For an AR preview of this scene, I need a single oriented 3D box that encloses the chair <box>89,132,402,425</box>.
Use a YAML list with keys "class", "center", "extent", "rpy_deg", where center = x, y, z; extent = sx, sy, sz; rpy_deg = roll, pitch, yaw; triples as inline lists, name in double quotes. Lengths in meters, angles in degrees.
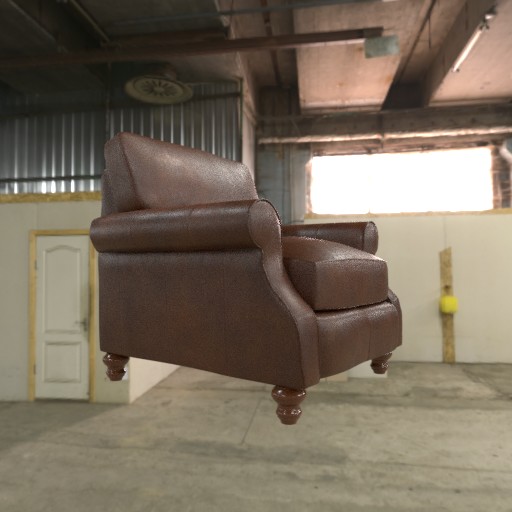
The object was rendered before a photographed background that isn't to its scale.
- class: "chair"
  center: [0.000, 0.000, 1.792]
  extent: [0.992, 0.972, 0.989]
  rpy_deg: [-1, -1, 36]
